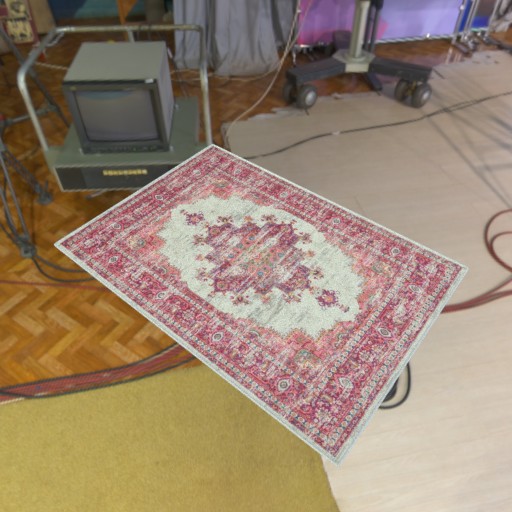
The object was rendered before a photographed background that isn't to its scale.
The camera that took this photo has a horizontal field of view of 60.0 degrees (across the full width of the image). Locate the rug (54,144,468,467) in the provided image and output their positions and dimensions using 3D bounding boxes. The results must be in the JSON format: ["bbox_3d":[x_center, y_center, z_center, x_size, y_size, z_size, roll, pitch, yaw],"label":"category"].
[{"bbox_3d":[0.000,0.000,2.889,2.232,0.011,1.555,31,54,26],"label":"rug"}]
